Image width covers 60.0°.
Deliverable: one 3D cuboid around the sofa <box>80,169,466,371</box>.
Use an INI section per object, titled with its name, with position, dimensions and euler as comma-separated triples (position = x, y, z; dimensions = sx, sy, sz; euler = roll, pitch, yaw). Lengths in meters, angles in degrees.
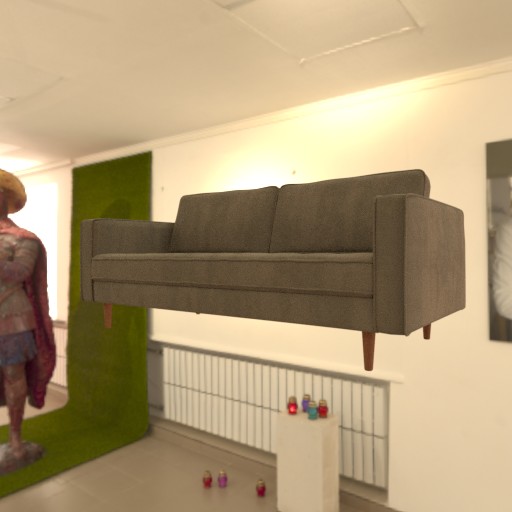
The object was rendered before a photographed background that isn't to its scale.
[sofa]
position = 0.000, 0.000, 2.370
dimensions = 1.920, 0.825, 0.924
euler = 0, 0, 37
